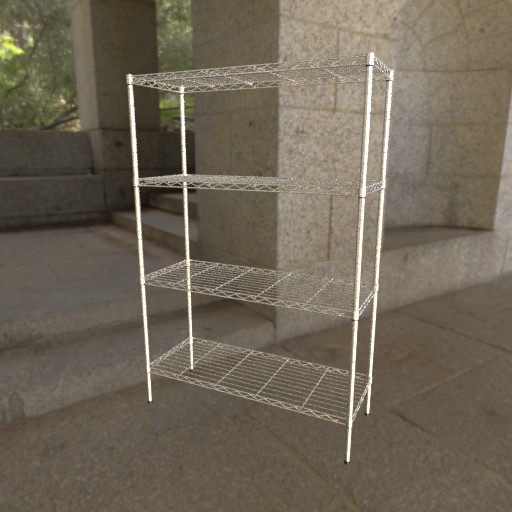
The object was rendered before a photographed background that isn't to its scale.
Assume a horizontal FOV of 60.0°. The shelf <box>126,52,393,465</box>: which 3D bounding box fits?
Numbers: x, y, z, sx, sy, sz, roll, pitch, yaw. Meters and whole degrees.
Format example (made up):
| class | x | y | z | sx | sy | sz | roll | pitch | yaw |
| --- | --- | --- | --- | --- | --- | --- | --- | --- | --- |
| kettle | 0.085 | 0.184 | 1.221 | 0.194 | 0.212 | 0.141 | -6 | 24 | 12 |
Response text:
| class | x | y | z | sx | sy | sz | roll | pitch | yaw |
| --- | --- | --- | --- | --- | --- | --- | --- | --- | --- |
| shelf | 0.000 | 0.000 | 1.756 | 0.907 | 1.360 | 0.352 | 7 | 15 | 25 |
